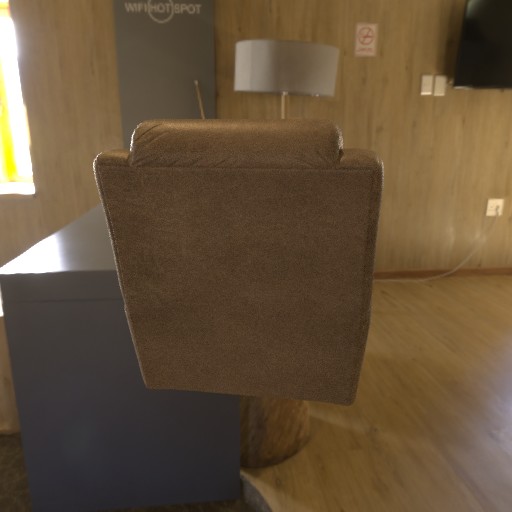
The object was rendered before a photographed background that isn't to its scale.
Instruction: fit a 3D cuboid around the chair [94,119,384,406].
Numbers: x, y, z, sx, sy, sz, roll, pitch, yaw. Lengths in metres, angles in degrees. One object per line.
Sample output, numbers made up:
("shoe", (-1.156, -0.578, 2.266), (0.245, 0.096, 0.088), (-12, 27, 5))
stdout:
("chair", (0.000, 0.000, 1.918), (0.965, 1.116, 1.068), (2, 16, 8))
